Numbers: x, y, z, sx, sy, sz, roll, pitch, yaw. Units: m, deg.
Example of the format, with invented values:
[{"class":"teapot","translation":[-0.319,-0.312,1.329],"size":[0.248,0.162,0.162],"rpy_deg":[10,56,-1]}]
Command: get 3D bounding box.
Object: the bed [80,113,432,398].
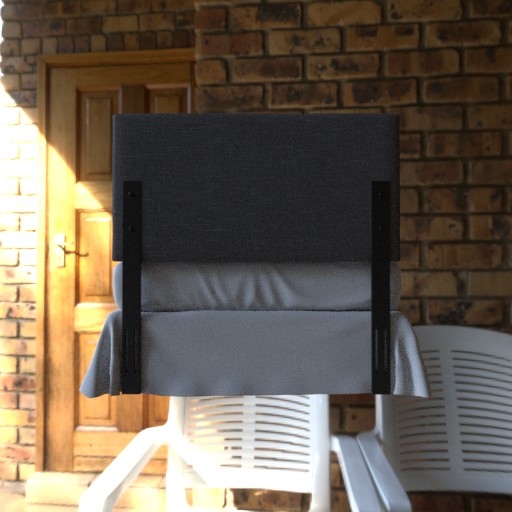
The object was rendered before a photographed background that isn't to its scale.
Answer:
[{"class":"bed","translation":[0.000,0.000,3.495],"size":[1.936,1.577,2.222],"rpy_deg":[0,-1,0]}]
